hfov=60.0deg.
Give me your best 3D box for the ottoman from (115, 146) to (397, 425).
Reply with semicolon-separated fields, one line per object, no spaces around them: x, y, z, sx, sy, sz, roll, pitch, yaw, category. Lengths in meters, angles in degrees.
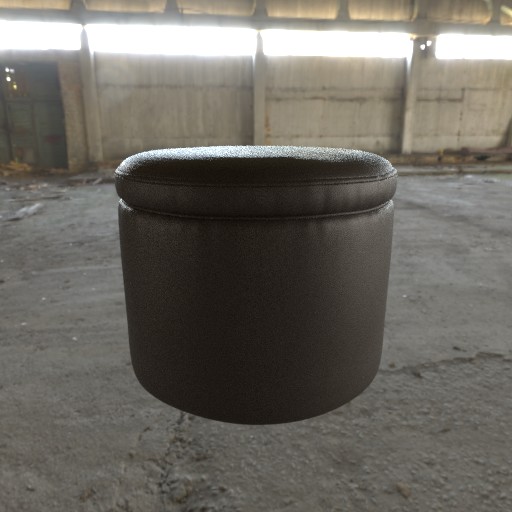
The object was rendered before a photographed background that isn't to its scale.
0.000;0.000;0.861;0.500;0.409;0.500;0;16;0;ottoman
